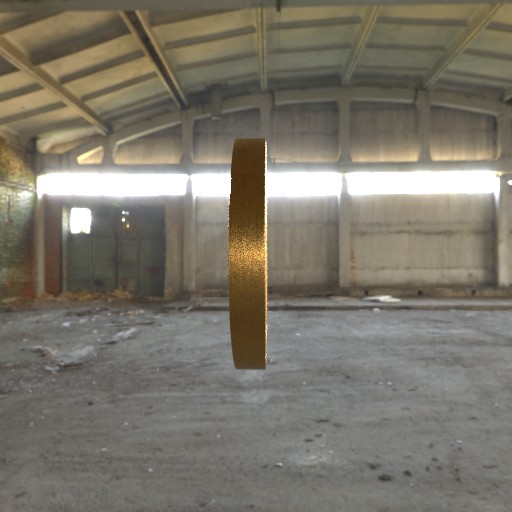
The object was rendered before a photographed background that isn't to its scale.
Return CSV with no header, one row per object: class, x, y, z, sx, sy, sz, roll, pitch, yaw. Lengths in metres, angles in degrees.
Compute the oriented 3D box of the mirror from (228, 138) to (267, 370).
mirror,0.000,0.000,0.666,0.032,0.254,0.584,0,-1,2
